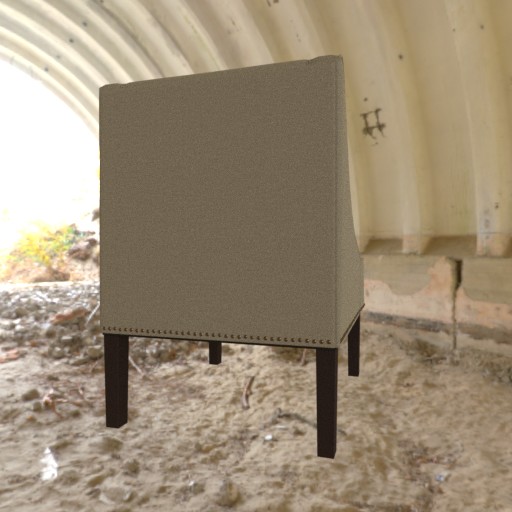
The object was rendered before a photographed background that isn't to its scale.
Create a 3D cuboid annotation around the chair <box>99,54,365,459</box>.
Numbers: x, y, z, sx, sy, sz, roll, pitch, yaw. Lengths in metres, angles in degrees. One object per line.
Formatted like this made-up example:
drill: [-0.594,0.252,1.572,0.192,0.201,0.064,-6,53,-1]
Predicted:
chair: [0.000,0.000,1.357,0.610,0.864,0.737,0,1,18]
